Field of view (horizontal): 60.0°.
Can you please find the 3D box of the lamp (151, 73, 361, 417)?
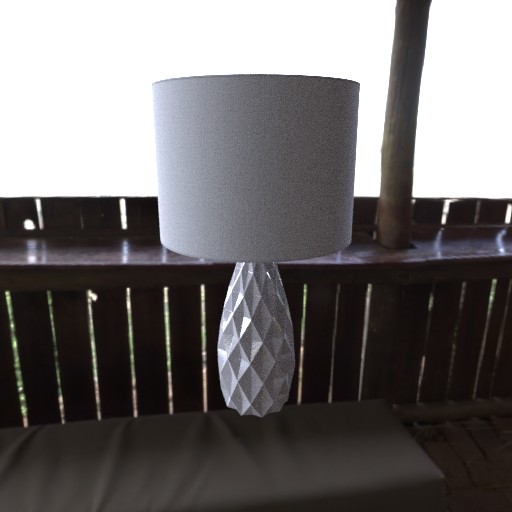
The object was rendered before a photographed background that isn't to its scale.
[{"bbox_3d":[0.000,0.000,0.713,0.297,0.522,0.297,0,16,0],"label":"lamp"}]
